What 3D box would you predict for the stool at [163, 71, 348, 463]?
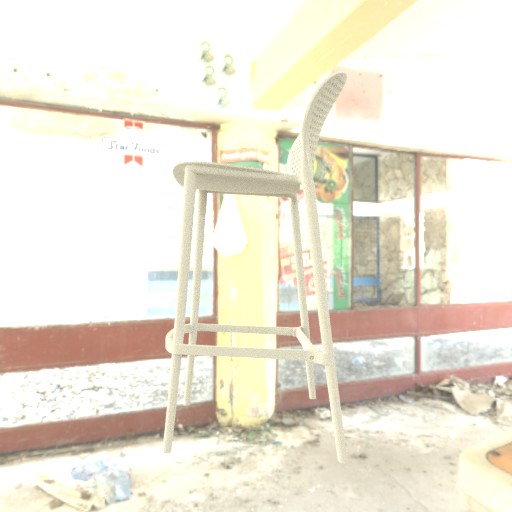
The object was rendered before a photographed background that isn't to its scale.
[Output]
[{"bbox_3d":[0.000,0.000,1.375,0.535,1.045,0.536,0,-1,-1],"label":"stool"}]
